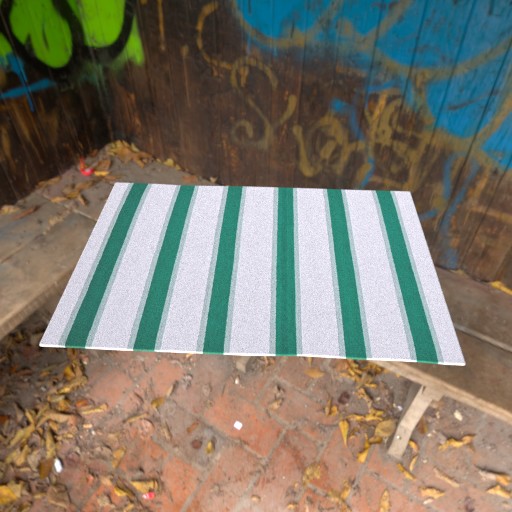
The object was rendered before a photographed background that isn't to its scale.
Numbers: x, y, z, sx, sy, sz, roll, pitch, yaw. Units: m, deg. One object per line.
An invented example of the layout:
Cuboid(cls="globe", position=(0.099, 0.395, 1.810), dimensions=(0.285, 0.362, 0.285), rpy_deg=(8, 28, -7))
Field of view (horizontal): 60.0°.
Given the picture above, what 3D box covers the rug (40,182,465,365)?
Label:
Cuboid(cls="rug", position=(0.000, 0.000, 2.324), dimensions=(1.829, 0.012, 1.210), rpy_deg=(2, 45, 2))
